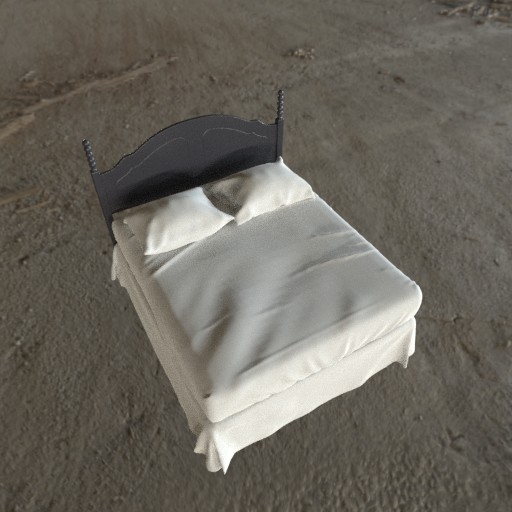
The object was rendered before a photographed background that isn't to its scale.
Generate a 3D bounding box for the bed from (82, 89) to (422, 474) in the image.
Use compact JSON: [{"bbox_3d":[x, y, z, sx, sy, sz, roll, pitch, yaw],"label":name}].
[{"bbox_3d":[0.000,0.000,3.225,1.873,1.356,2.040,-22,49,-21],"label":"bed"}]
